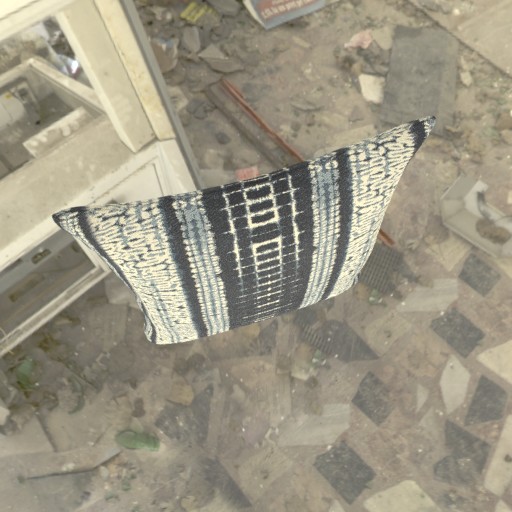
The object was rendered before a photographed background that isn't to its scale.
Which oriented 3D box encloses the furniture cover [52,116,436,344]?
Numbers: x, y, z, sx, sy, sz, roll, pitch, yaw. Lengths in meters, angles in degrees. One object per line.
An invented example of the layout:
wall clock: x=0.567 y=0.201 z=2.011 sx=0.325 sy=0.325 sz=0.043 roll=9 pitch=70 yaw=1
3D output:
furniture cover: x=0.000 y=0.000 z=0.659 sx=0.425 sy=0.435 sz=0.133 roll=-16 pitch=65 yaw=-8
